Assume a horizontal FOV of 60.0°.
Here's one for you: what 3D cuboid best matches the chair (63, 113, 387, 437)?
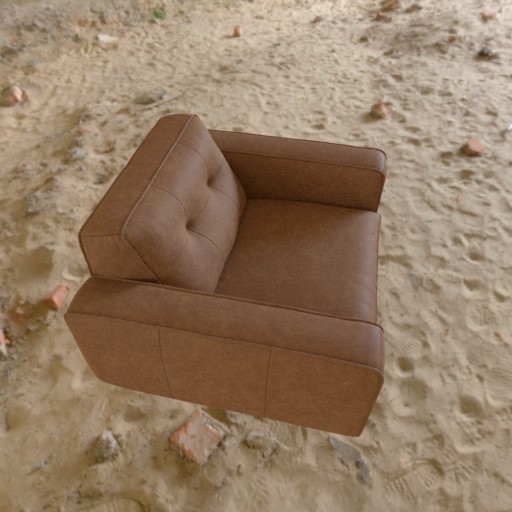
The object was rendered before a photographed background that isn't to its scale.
[{"bbox_3d":[0.000,0.000,1.716,0.952,0.782,1.118,9,47,8],"label":"chair"}]
